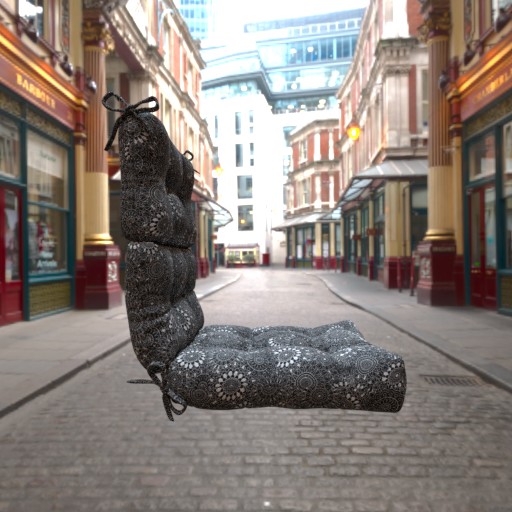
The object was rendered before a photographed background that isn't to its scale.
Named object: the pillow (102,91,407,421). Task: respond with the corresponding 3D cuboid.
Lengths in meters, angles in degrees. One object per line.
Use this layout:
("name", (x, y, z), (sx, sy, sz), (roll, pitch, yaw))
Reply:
("pillow", (0.000, 0.000, 1.041), (0.571, 0.605, 0.519), (0, -1, 1))
